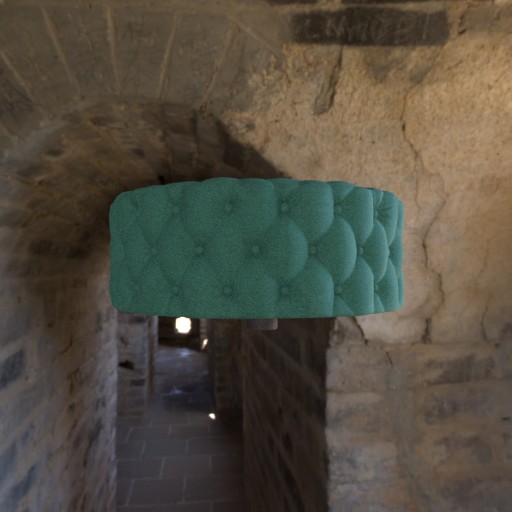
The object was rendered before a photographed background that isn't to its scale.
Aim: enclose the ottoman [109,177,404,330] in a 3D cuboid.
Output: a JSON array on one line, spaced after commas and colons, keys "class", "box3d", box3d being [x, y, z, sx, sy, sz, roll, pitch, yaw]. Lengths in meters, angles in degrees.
[{"class": "ottoman", "box3d": [0.000, 0.000, 1.564, 0.998, 0.399, 0.998, 0, -1, 0]}]
